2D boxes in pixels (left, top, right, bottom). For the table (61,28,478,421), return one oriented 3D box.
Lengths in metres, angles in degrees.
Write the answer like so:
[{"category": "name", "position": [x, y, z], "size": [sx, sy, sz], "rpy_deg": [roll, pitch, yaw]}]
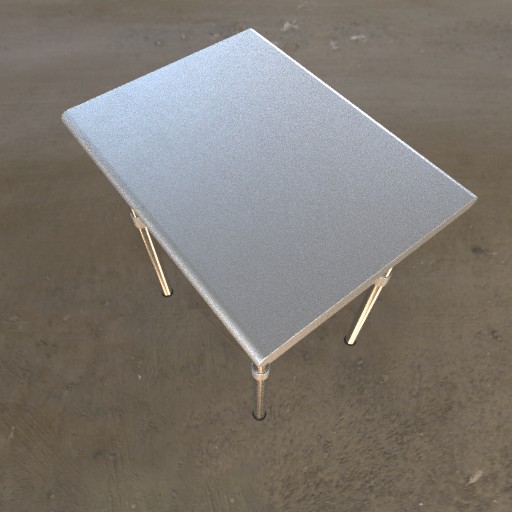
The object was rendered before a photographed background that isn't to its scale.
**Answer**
[{"category": "table", "position": [0.000, 0.000, 1.351], "size": [0.584, 0.876, 0.762], "rpy_deg": [-33, 64, -19]}]
